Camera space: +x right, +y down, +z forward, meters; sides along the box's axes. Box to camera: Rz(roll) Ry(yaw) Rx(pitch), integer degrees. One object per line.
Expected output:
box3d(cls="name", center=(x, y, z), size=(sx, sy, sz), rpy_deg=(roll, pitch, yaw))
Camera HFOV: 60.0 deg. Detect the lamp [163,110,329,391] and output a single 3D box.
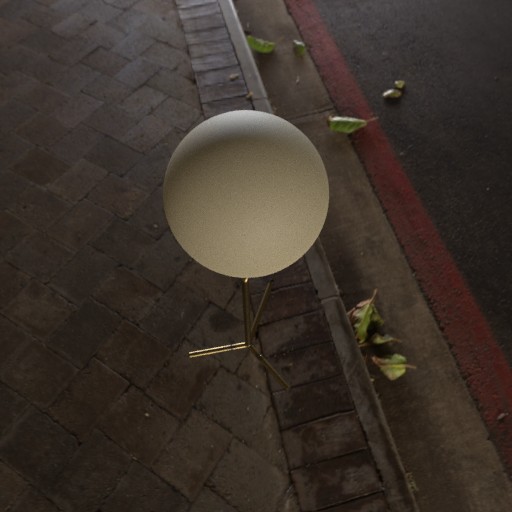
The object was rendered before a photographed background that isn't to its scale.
box3d(cls="lamp", center=(0.000, 0.000, 0.677), size=(0.210, 0.552, 0.251), rpy_deg=(17, 60, 10))
